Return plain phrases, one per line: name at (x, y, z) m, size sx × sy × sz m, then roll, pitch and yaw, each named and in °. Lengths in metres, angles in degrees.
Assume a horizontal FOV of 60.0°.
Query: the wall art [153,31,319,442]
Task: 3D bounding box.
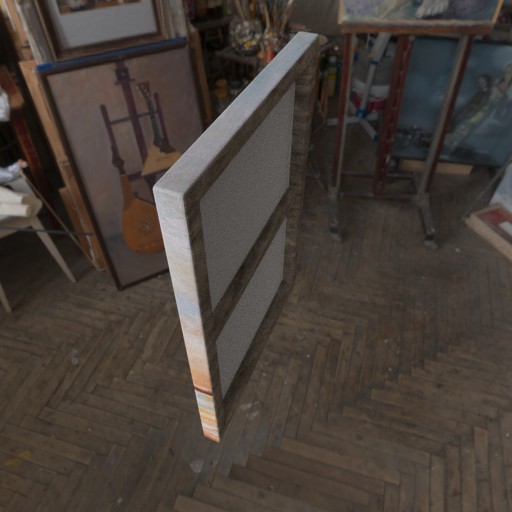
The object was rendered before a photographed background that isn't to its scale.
wall art at (0.000, 0.000, 0.783) m, size 0.035 × 0.605 × 0.443 m, roll 17°, pitch 48°, yaw 15°
